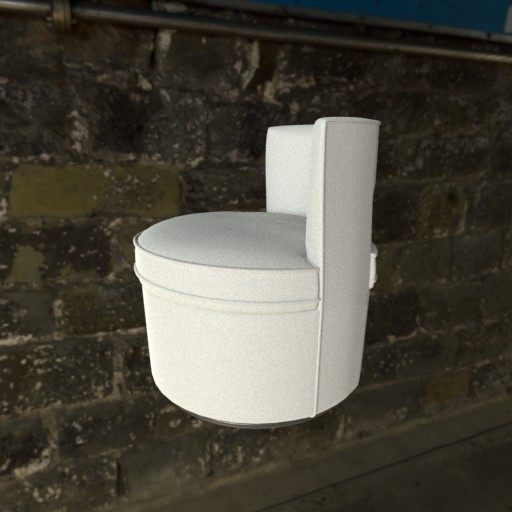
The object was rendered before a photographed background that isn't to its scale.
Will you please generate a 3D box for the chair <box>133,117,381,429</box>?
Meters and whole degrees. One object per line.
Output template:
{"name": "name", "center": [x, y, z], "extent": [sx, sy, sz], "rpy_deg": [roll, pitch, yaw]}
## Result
{"name": "chair", "center": [0.000, 0.000, 1.243], "extent": [0.665, 0.723, 0.650], "rpy_deg": [-2, 15, -8]}
